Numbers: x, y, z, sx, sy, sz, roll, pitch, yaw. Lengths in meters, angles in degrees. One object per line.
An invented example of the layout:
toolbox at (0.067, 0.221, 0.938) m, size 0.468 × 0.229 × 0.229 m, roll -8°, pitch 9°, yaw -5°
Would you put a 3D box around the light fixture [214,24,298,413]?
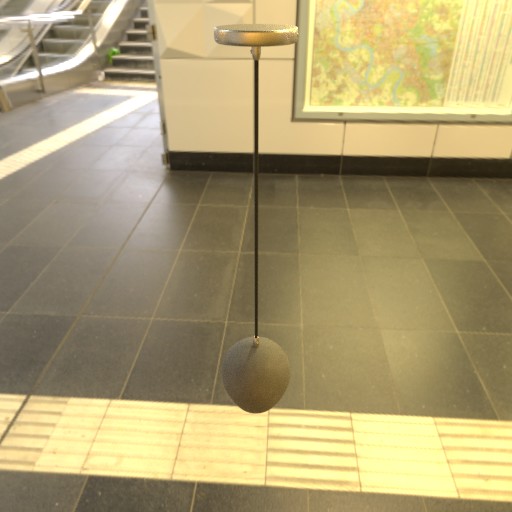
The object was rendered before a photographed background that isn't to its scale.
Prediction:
light fixture at (0.000, 0.000, 0.826) m, size 0.153 × 0.760 × 0.153 m, roll -8°, pitch 33°, yaw -13°
